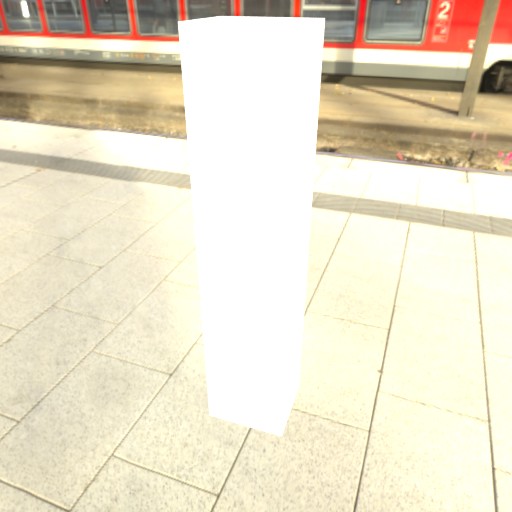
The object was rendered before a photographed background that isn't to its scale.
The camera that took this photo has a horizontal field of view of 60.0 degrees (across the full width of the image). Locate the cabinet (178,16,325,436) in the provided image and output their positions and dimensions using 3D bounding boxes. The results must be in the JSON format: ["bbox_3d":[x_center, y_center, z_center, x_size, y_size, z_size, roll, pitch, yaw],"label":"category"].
[{"bbox_3d":[0.000,0.000,1.486,0.300,1.400,0.269,10,33,16],"label":"cabinet"}]
